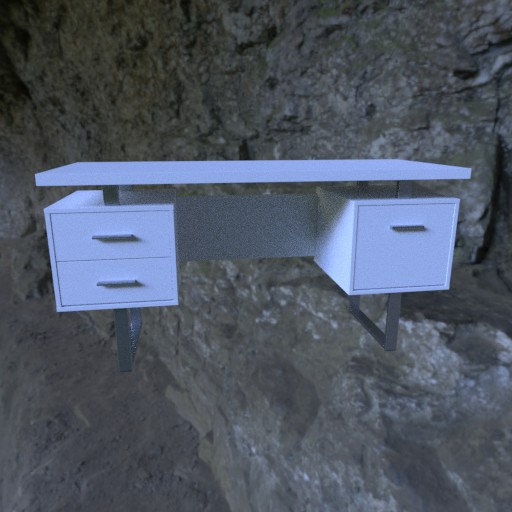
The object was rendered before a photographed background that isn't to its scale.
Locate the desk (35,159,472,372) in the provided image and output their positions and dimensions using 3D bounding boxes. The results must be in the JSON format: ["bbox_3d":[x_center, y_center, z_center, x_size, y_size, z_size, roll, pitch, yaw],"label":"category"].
[{"bbox_3d":[0.000,0.000,1.920,1.530,0.773,0.603,-2,16,-9],"label":"desk"}]
